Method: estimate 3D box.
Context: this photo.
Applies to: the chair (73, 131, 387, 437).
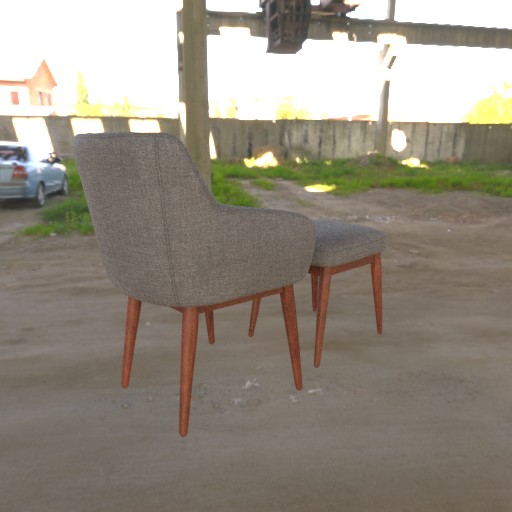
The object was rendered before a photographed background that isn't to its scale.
[{"bbox_3d":[0.000,0.000,1.510,1.107,0.799,0.584,-13,20,-41],"label":"chair"}]
